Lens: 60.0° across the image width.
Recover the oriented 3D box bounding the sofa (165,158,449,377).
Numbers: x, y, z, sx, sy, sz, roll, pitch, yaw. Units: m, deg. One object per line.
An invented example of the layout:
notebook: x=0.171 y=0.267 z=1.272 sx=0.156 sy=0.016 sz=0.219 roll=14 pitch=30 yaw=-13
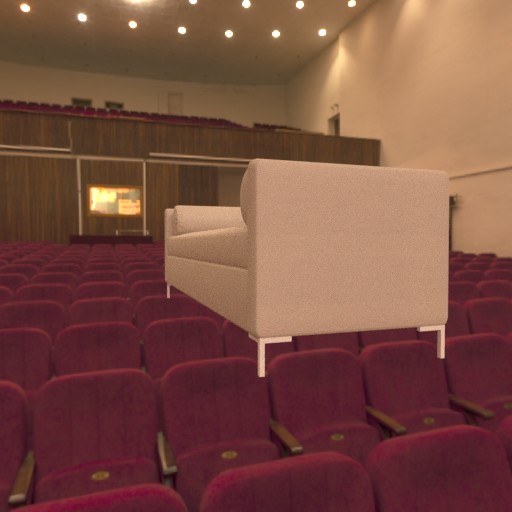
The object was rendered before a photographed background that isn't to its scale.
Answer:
sofa: x=0.000 y=0.000 z=2.291 sx=0.686 sy=0.635 sz=1.981 roll=-1 pitch=2 yaw=-19
